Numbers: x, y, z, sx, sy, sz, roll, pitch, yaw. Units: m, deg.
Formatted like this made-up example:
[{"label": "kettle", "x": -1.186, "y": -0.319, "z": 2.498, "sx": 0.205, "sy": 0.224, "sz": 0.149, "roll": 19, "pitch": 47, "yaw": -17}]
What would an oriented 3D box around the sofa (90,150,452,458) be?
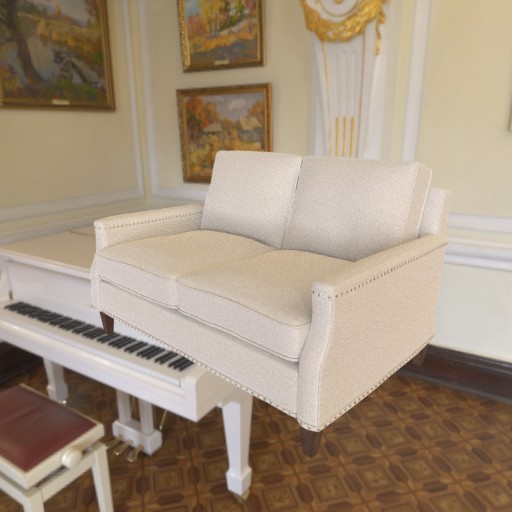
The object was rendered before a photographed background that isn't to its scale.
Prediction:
[{"label": "sofa", "x": 0.000, "y": 0.000, "z": 2.272, "sx": 1.597, "sy": 1.003, "sz": 1.084, "roll": 15, "pitch": 21, "yaw": 42}]
